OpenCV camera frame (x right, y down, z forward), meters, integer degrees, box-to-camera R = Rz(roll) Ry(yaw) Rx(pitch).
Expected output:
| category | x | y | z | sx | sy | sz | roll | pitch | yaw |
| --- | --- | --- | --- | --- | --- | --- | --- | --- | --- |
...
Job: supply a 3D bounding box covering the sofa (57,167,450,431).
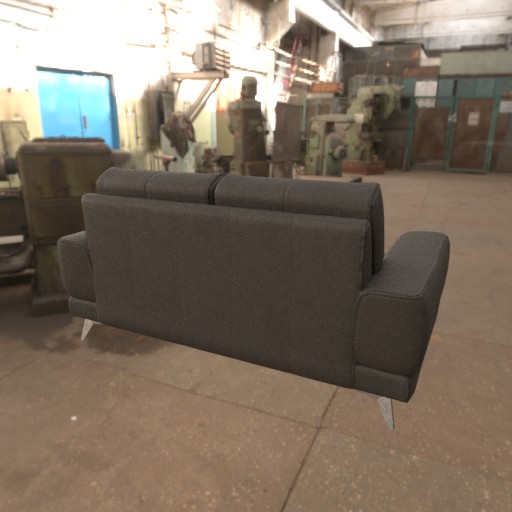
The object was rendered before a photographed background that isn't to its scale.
| category | x | y | z | sx | sy | sz | roll | pitch | yaw |
| --- | --- | --- | --- | --- | --- | --- | --- | --- | --- |
| sofa | 0.000 | 0.000 | 2.295 | 1.806 | 0.907 | 1.018 | 8 | 19 | 25 |
